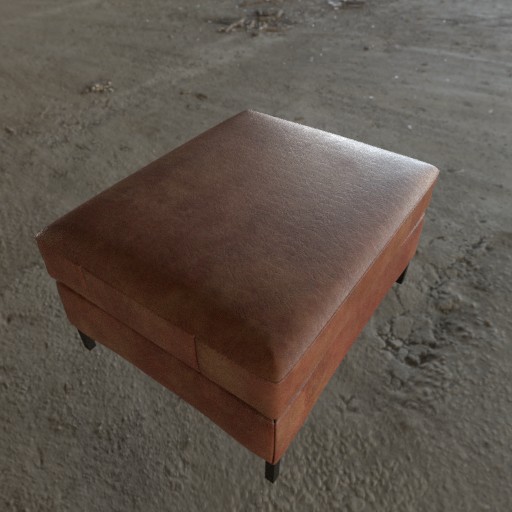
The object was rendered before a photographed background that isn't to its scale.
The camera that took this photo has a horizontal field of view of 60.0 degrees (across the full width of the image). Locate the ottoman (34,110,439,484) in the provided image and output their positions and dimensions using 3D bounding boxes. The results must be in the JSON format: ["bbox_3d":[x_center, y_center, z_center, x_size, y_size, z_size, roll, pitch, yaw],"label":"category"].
[{"bbox_3d":[0.000,0.000,1.753,0.965,0.667,1.186,25,48,25],"label":"ottoman"}]
